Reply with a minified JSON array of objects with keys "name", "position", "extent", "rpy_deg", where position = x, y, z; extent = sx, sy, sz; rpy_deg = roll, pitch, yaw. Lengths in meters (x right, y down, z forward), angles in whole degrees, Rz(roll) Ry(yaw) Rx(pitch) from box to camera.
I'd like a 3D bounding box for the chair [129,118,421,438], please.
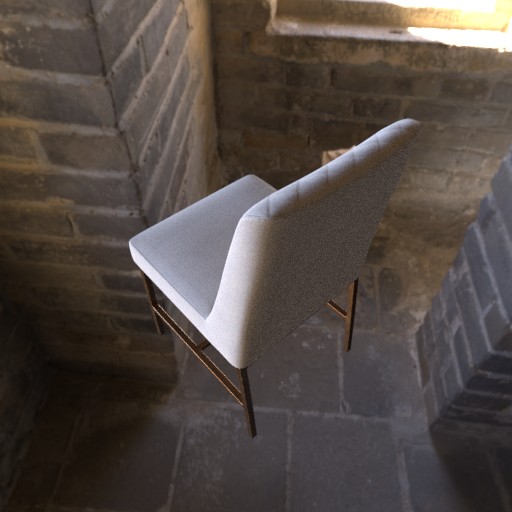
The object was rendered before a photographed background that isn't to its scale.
[{"name":"chair","position":[0.000,0.000,1.271],"extent":[0.503,0.933,0.597],"rpy_deg":[-33,55,-27]}]
